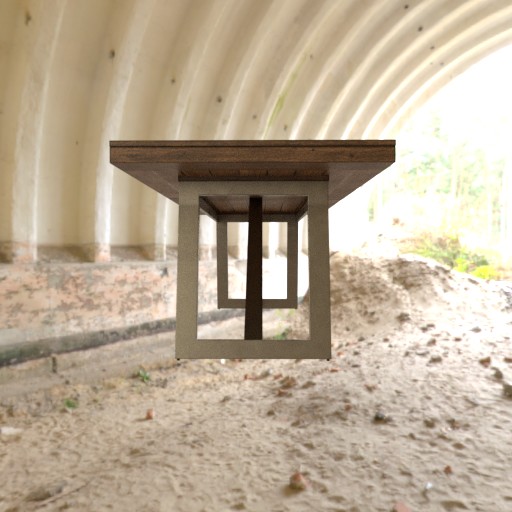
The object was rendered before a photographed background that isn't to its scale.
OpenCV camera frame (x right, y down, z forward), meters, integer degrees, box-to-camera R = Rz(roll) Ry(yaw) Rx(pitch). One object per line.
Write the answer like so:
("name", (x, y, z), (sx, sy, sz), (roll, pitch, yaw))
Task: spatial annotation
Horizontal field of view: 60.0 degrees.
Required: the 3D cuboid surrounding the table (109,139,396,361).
("table", (0.000, 0.000, 2.374), (0.931, 0.757, 1.867), (0, 0, 1))
